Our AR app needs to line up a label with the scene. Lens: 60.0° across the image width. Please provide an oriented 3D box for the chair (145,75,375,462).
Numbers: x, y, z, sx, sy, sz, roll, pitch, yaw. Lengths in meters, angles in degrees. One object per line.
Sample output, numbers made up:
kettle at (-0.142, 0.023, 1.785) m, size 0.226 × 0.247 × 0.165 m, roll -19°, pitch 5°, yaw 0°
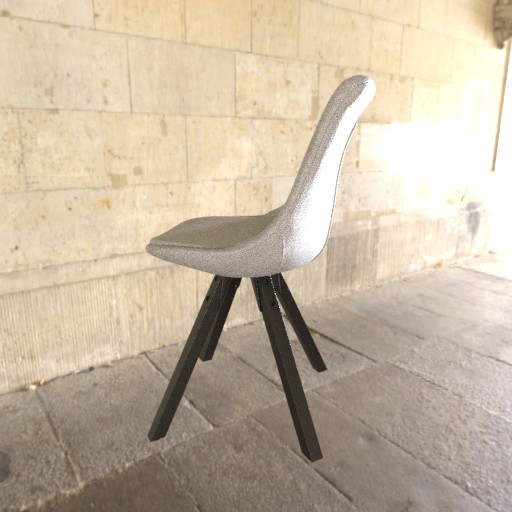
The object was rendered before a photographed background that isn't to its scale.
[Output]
chair at (0.000, 0.000, 1.168) m, size 0.550 × 0.850 × 0.485 m, roll 2°, pitch 15°, yaw 9°
